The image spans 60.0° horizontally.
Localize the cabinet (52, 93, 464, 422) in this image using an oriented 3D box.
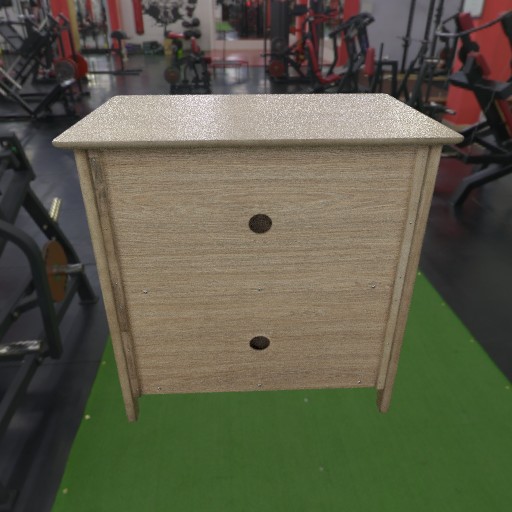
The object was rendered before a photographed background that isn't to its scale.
[{"bbox_3d":[0.000,0.000,1.212,0.763,0.762,0.503,-1,29,-2],"label":"cabinet"}]
